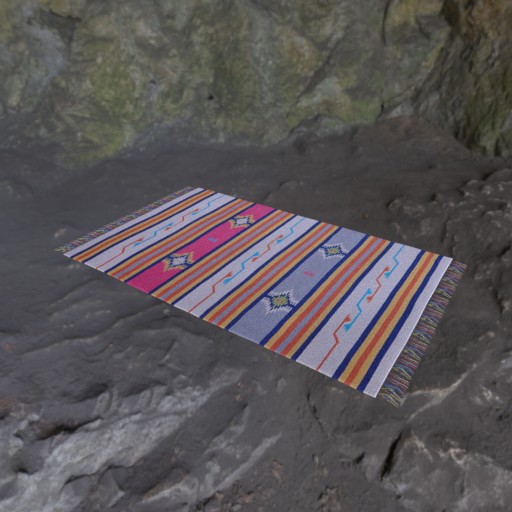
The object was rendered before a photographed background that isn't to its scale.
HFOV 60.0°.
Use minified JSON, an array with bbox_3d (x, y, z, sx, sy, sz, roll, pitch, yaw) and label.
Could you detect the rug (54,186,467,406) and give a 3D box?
[{"bbox_3d":[0.000,0.000,2.277,1.849,0.013,1.084,19,36,29],"label":"rug"}]
